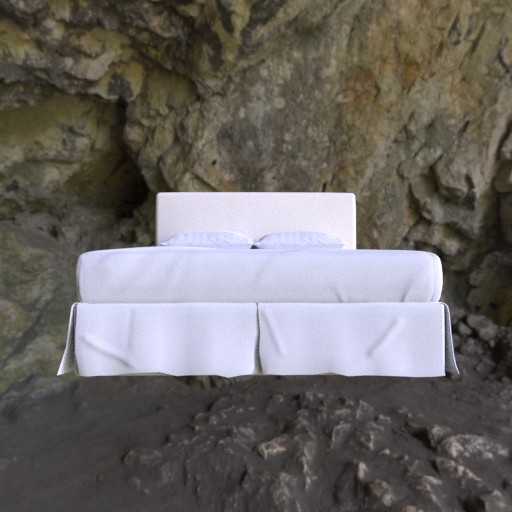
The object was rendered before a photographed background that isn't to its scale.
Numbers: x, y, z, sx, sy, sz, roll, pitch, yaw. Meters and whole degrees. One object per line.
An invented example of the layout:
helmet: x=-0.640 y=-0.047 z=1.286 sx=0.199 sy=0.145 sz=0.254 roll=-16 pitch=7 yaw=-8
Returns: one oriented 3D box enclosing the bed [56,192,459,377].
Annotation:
bed: x=0.000 y=0.000 z=3.450 sx=2.119 sy=1.317 sz=2.341 roll=0 pitch=0 yaw=-1
